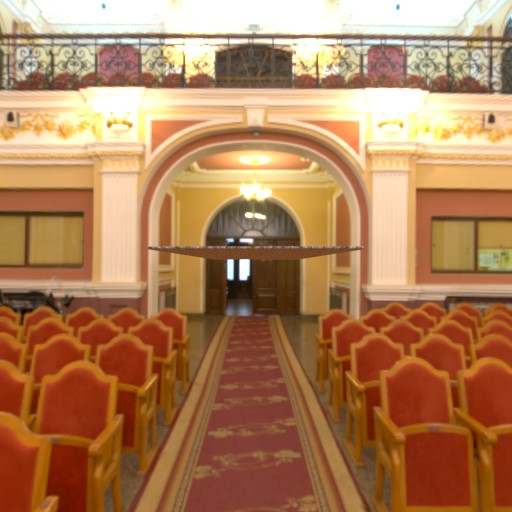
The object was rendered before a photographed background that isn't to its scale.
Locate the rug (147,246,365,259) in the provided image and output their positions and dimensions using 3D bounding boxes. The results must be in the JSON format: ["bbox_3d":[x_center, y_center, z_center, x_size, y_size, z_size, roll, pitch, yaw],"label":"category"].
[{"bbox_3d":[0.000,0.000,2.506,0.686,0.008,2.286,0,-1,0],"label":"rug"}]
